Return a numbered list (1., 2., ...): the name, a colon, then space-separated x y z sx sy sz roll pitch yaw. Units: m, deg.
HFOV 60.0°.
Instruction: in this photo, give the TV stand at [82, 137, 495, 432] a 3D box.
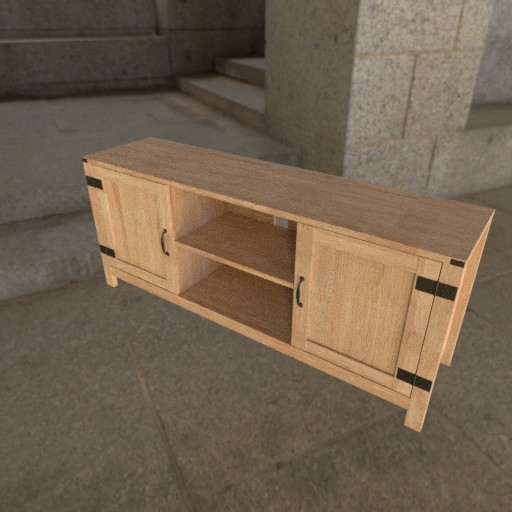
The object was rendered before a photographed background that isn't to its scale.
1. TV stand: 0.000 0.000 1.696 1.466 0.610 0.398 19 35 30
